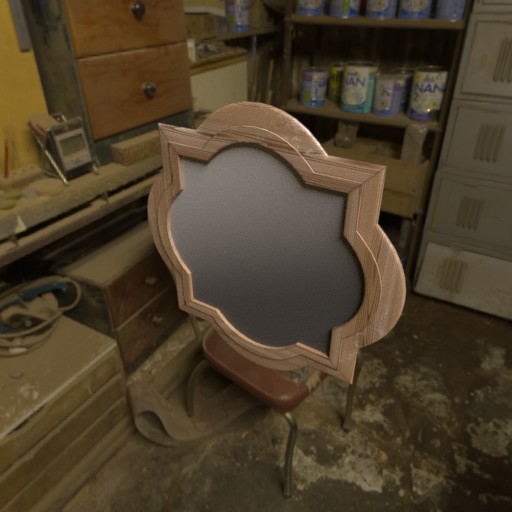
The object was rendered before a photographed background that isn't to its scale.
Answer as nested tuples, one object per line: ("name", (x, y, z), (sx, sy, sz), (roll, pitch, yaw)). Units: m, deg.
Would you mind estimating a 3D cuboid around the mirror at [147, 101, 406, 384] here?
("mirror", (0.000, 0.000, 1.053), (0.686, 0.686, 0.019), (18, 36, 27))
